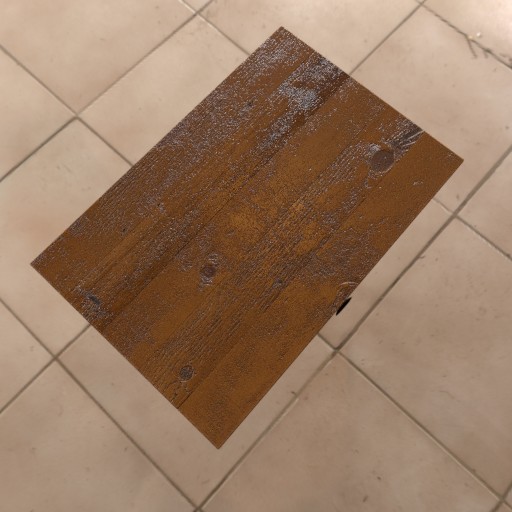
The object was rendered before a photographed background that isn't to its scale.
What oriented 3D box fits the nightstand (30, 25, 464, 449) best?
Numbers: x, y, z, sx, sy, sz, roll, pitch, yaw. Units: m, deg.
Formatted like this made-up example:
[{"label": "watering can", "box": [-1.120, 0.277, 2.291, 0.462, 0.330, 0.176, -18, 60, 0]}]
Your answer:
[{"label": "nightstand", "box": [0.000, 0.000, 1.061, 0.450, 0.599, 0.650, 41, 79, 10]}]
